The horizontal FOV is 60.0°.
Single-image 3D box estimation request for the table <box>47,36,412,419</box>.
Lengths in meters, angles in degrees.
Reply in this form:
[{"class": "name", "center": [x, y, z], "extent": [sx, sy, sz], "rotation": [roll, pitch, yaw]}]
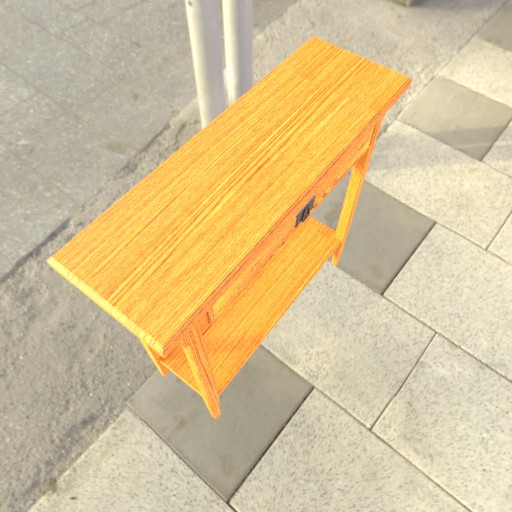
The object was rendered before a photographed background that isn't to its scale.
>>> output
[{"class": "table", "center": [0.000, 0.000, 1.118], "extent": [0.254, 0.711, 0.762], "rotation": [33, 64, 19]}]
